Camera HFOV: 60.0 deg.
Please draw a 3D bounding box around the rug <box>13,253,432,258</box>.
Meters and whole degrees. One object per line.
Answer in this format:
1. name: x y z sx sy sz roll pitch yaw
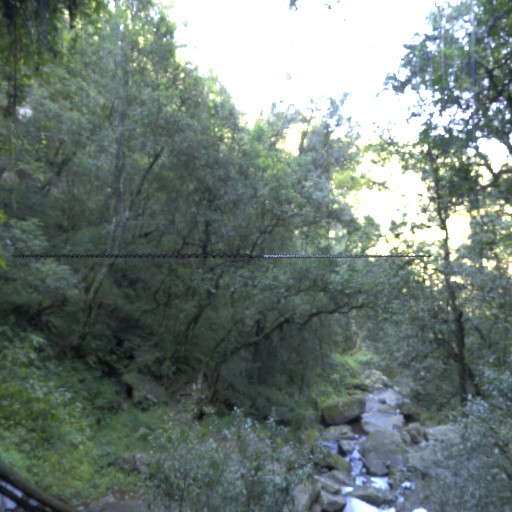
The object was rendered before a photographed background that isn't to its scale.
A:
1. rug: 0.000 0.000 2.878 1.613 0.017 2.312 0 0 36
